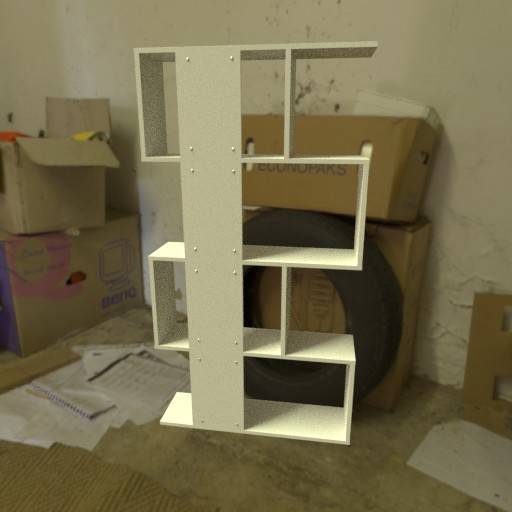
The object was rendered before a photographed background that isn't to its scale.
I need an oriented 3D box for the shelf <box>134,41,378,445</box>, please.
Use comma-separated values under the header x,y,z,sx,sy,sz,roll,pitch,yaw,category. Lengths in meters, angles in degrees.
x,y,z,sx,sy,sz,roll,pitch,yaw,category
0.000,0.000,1.939,0.890,1.650,0.250,3,16,9,shelf
